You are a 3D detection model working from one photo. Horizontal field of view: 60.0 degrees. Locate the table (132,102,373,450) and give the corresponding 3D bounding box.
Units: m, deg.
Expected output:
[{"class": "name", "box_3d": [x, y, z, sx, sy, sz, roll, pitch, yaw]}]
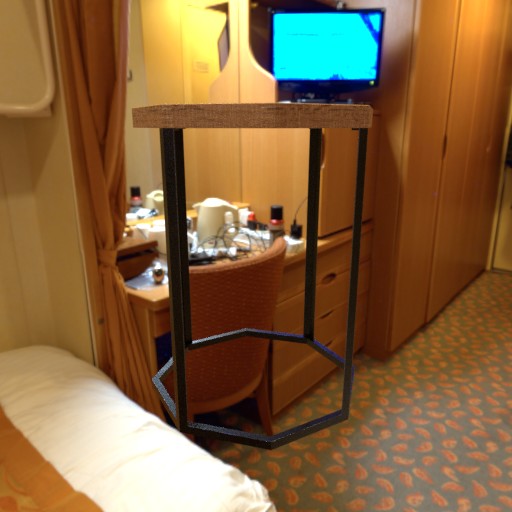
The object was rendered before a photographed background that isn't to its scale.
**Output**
[{"class": "table", "box_3d": [0.000, 0.000, 0.876, 0.437, 0.553, 0.437, -2, 17, -6]}]
